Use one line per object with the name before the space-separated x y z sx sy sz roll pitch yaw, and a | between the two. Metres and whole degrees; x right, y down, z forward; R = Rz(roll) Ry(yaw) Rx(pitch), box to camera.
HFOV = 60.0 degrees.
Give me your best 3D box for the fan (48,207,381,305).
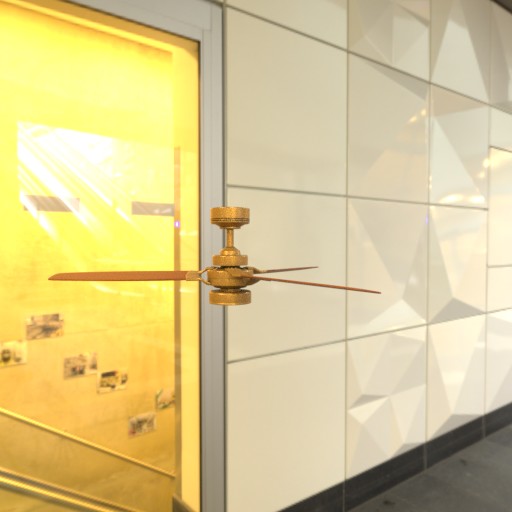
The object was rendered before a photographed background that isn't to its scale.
fan | 0.000 0.000 2.069 1.416 0.425 1.271 1 2 34
